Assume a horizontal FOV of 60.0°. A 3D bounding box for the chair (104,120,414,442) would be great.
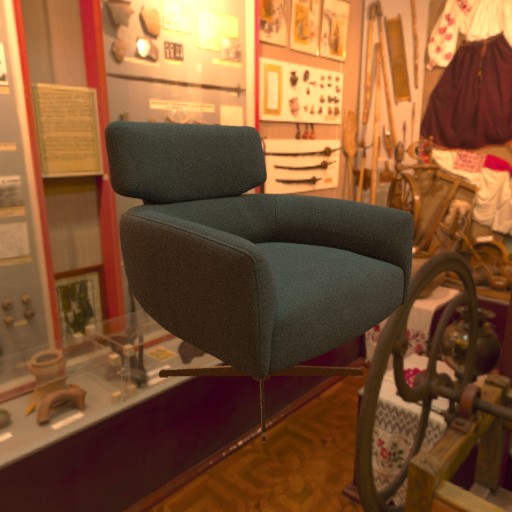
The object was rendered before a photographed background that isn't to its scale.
[{"bbox_3d":[0.000,0.000,1.381,0.761,0.813,0.738,13,19,43],"label":"chair"}]
